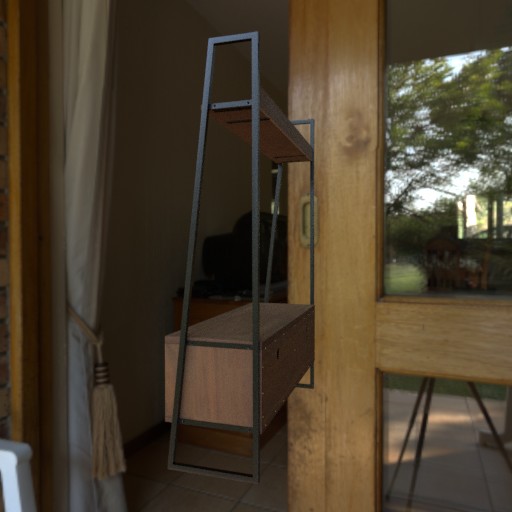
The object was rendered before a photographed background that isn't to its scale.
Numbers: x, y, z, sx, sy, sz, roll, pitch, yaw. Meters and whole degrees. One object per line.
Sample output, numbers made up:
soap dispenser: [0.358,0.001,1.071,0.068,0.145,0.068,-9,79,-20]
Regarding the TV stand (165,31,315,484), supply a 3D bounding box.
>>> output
TV stand: [0.000,0.000,2.386,0.432,1.772,1.250,0,1,18]
